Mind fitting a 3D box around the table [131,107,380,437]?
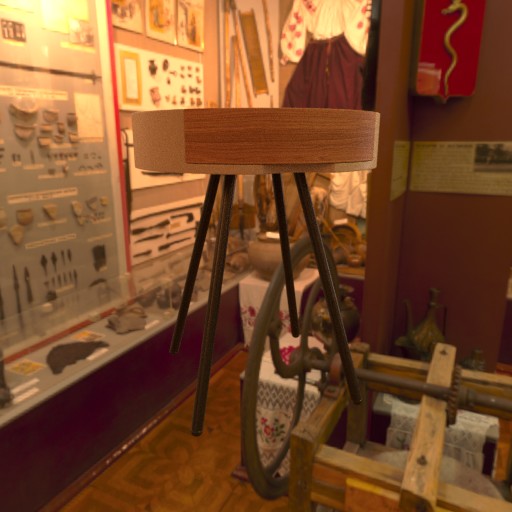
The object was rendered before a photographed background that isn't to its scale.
[{"bbox_3d":[0.000,0.000,0.866,0.450,0.525,0.450,0,15,0],"label":"table"}]
